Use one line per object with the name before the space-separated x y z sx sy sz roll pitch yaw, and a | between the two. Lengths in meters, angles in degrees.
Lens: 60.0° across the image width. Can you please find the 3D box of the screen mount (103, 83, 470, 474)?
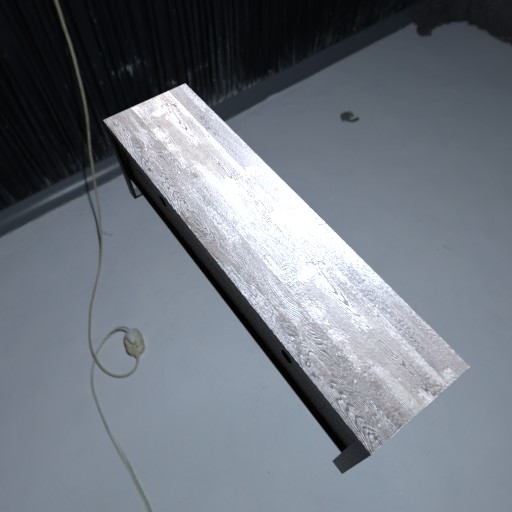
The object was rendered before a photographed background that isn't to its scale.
screen mount | 0.000 0.000 1.697 0.395 0.450 1.524 -32 63 -18
